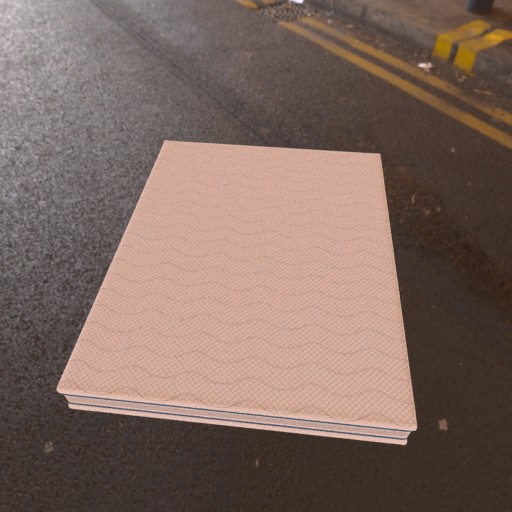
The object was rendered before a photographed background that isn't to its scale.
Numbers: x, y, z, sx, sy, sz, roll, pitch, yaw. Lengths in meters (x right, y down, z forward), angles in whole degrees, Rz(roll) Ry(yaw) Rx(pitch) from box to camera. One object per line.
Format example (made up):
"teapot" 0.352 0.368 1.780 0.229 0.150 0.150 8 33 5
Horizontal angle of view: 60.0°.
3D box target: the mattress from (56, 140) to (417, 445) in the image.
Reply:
"mattress" 0.000 0.000 2.680 1.600 0.230 2.000 5 48 4
